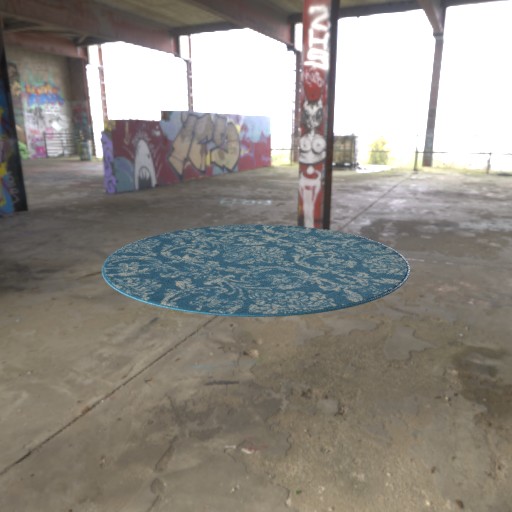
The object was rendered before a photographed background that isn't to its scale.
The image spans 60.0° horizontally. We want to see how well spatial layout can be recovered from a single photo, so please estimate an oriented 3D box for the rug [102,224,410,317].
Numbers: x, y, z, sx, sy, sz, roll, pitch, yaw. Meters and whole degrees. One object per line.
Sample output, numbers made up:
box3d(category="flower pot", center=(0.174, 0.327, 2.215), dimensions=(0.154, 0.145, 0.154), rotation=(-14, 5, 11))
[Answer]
box3d(category="rug", center=(0.000, 0.000, 2.414), dimensions=(1.593, 0.012, 1.593), rotation=(0, 16, 0))
